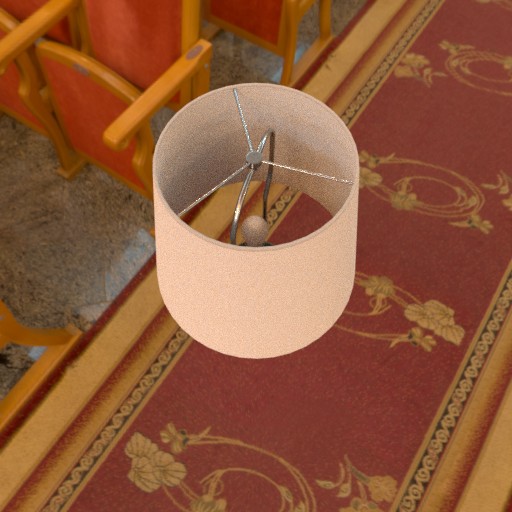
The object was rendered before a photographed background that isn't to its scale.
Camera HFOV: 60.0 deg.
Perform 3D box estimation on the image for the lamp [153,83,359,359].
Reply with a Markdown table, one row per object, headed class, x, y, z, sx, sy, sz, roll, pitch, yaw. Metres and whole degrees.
| class | x | y | z | sx | sy | sz | roll | pitch | yaw |
| --- | --- | --- | --- | --- | --- | --- | --- | --- | --- |
| lamp | 0.000 | 0.000 | 0.561 | 0.254 | 0.392 | 0.254 | 0 | 64 | 0 |
